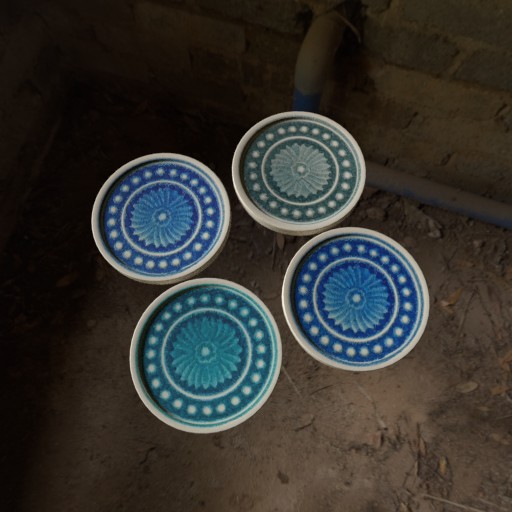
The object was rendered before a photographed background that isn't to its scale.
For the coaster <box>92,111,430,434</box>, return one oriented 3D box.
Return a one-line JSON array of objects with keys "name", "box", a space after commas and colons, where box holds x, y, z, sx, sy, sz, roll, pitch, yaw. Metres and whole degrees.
[{"name": "coaster", "box": [0.000, 0.000, 0.340, 0.224, 0.010, 0.220, -19, 73, -6]}]
